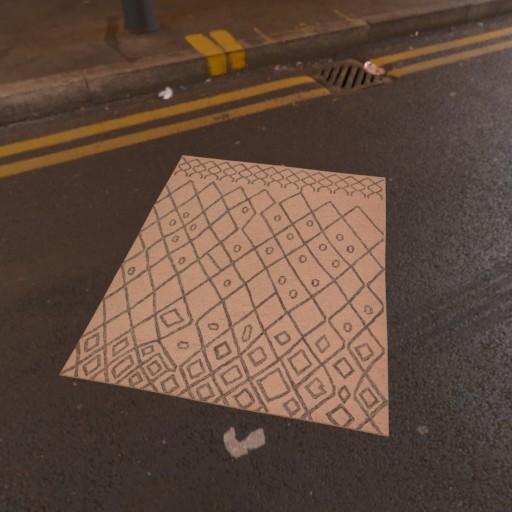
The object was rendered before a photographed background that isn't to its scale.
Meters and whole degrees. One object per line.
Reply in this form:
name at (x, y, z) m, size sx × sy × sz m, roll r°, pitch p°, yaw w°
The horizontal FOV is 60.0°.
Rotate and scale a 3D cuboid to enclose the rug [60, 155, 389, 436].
rug at (0.000, 0.000, 4.237) m, size 2.446 × 0.015 × 3.046 m, roll 8°, pitch 46°, yaw 8°
